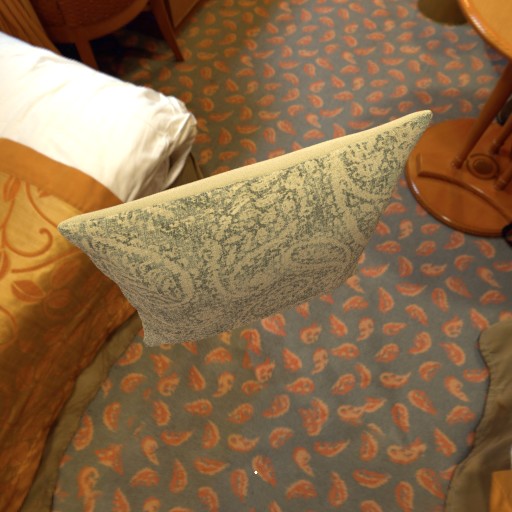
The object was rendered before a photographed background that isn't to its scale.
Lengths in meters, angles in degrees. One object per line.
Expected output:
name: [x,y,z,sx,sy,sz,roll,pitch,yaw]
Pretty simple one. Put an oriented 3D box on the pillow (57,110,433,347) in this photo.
pillow: [0.000,0.000,0.795,0.523,0.510,0.166,-19,65,-9]
